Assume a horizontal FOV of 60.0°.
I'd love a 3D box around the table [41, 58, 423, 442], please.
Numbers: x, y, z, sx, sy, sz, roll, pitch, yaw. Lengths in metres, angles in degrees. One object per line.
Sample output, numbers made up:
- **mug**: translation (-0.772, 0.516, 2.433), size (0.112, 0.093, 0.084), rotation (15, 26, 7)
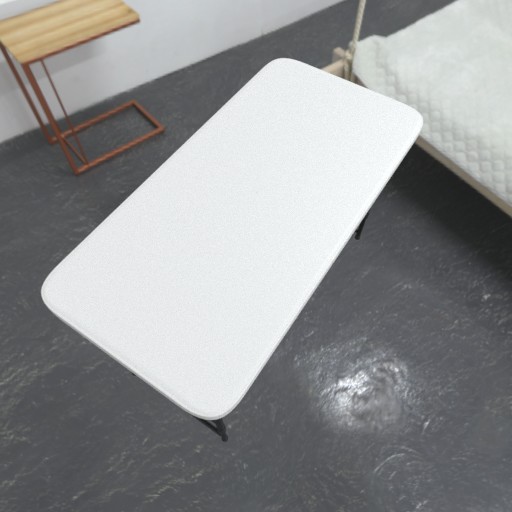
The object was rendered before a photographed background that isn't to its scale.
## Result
- **table**: translation (0.000, 0.000, 1.636), size (0.610, 0.737, 1.219), rotation (30, 63, 17)
